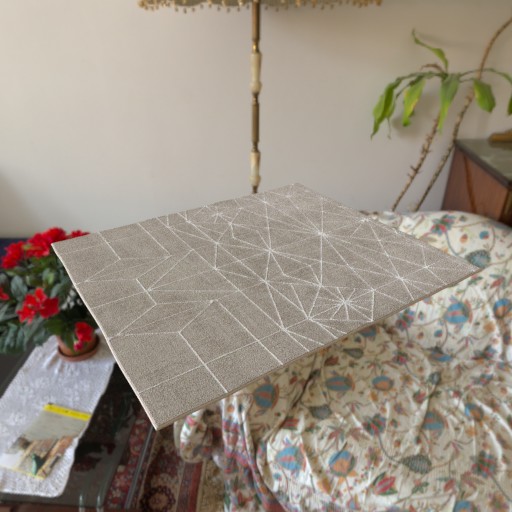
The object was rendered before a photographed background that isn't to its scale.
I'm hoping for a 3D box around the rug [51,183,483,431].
[{"bbox_3d":[0.000,0.000,0.857,0.639,0.006,0.548,-18,34,-29],"label":"rug"}]
